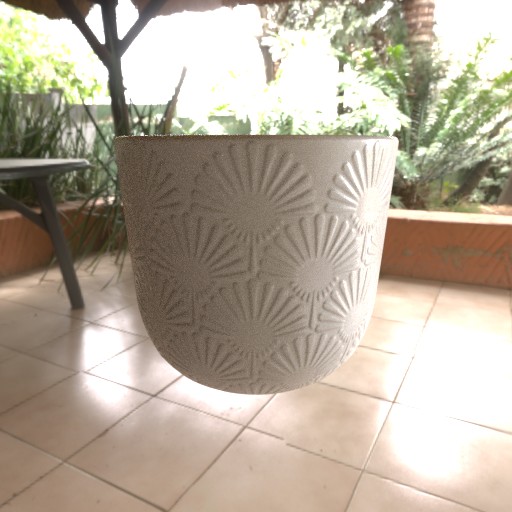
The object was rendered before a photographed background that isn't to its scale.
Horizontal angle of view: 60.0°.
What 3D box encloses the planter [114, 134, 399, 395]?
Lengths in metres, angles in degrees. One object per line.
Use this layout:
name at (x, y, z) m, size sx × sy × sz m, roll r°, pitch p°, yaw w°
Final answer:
planter at (0.000, 0.000, 0.294) m, size 0.170 × 0.152 × 0.170 m, roll 0°, pitch 14°, yaw 0°
